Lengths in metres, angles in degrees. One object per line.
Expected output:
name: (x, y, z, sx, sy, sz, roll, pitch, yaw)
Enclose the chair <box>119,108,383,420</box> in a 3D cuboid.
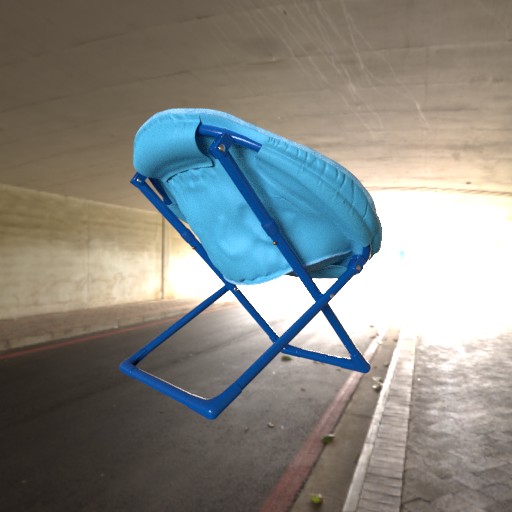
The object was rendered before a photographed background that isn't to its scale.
chair: (0.000, 0.000, 0.899, 0.465, 0.478, 0.520, 1, -1, -37)
